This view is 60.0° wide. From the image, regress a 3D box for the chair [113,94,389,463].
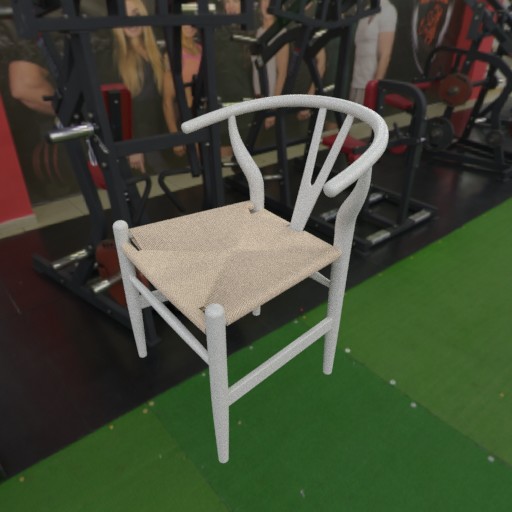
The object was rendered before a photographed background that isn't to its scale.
[{"bbox_3d":[0.000,0.000,1.173,0.579,0.730,0.569,-22,37,-31],"label":"chair"}]
